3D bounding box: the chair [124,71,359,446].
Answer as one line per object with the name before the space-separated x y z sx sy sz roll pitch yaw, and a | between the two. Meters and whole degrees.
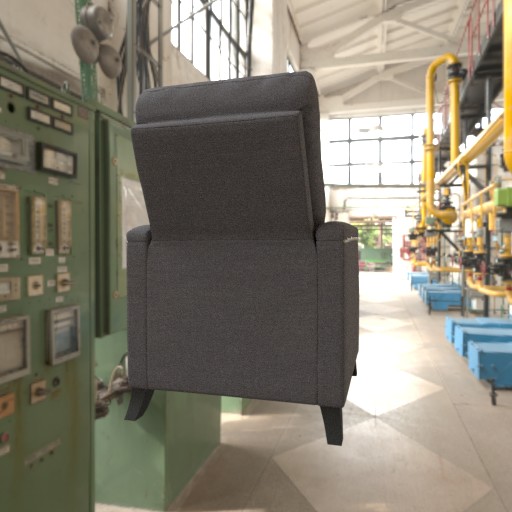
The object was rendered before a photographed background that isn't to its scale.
chair | 0.000 0.000 1.638 0.710 1.049 0.922 0 1 16
